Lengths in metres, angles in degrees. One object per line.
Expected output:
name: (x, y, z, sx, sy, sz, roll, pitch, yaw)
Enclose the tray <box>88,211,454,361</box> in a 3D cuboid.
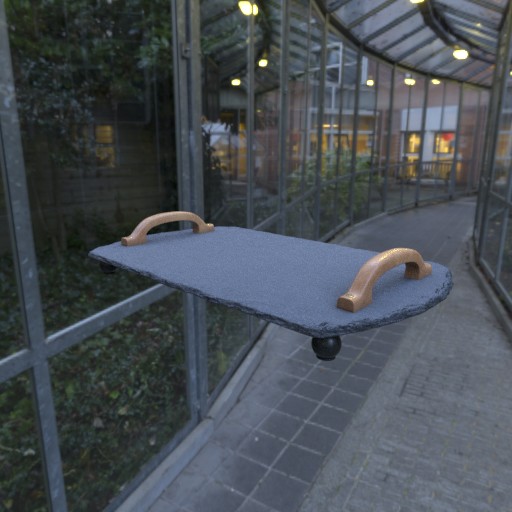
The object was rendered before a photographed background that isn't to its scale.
tray: (0.000, 0.000, 0.475, 0.387, 0.062, 0.231, 13, 19, 42)
